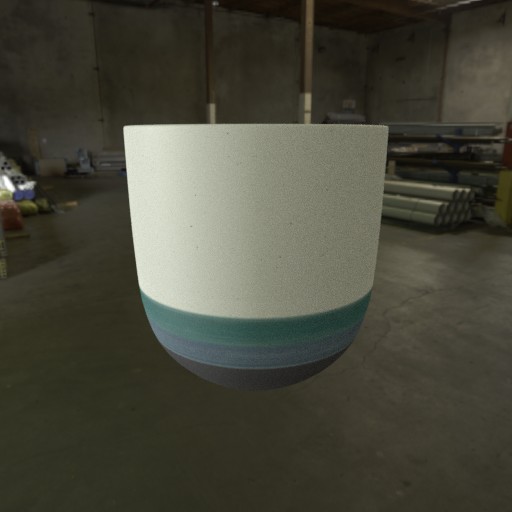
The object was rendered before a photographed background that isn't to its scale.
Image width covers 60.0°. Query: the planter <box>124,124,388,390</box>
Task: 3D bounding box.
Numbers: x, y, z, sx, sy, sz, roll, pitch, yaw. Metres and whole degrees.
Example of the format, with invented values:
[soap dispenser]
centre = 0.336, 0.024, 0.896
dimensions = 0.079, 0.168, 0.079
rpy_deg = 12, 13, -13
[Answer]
[planter]
centre = 0.000, 0.000, 0.382
dimensions = 0.204, 0.214, 0.204
rpy_deg = 0, 15, 0
